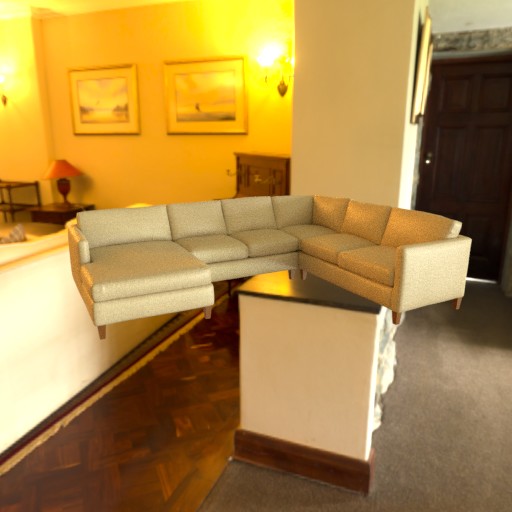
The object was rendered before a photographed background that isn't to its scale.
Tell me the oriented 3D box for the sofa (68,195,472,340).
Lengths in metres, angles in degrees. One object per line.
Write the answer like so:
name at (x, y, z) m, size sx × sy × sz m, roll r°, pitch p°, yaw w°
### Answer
sofa at (0.000, 0.000, 4.692) m, size 3.460 × 0.961 × 2.594 m, roll -8°, pitch 17°, yaw -27°
